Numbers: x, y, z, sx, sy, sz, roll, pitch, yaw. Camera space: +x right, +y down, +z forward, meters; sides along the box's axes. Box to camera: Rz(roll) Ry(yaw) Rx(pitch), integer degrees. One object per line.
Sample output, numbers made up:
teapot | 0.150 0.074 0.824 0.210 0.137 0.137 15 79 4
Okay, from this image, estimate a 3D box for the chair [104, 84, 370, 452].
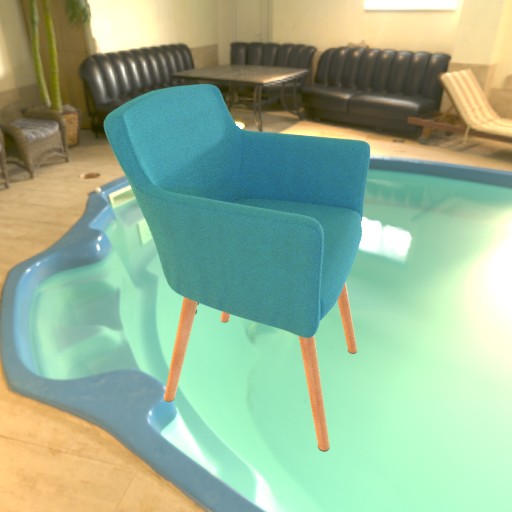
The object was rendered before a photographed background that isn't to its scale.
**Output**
chair | 0.000 0.000 1.139 0.540 0.780 0.570 11 31 18
